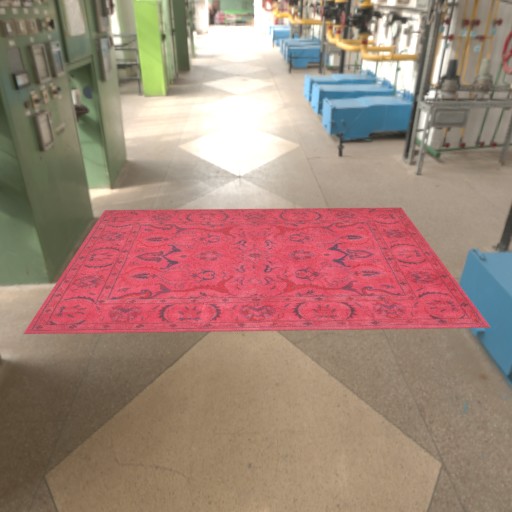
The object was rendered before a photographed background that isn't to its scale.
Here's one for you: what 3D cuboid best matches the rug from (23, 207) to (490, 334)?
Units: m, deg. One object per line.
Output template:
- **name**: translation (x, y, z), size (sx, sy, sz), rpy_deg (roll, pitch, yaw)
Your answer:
- **rug**: translation (0.000, 0.000, 2.960), size (2.423, 0.010, 1.534), rpy_deg (-1, 30, -1)
